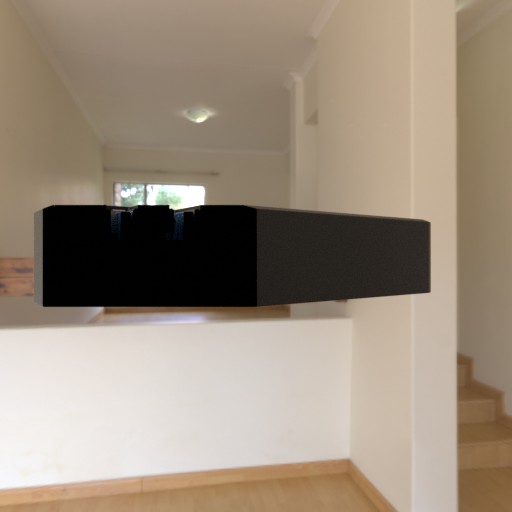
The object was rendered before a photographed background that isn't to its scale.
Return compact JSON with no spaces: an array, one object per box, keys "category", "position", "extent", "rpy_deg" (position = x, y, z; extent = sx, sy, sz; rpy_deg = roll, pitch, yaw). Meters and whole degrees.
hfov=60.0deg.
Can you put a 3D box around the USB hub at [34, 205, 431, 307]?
[{"category":"USB hub","position":[0.000,0.000,0.127],"extent":[0.110,0.023,0.044],"rpy_deg":[0,0,-35]}]
